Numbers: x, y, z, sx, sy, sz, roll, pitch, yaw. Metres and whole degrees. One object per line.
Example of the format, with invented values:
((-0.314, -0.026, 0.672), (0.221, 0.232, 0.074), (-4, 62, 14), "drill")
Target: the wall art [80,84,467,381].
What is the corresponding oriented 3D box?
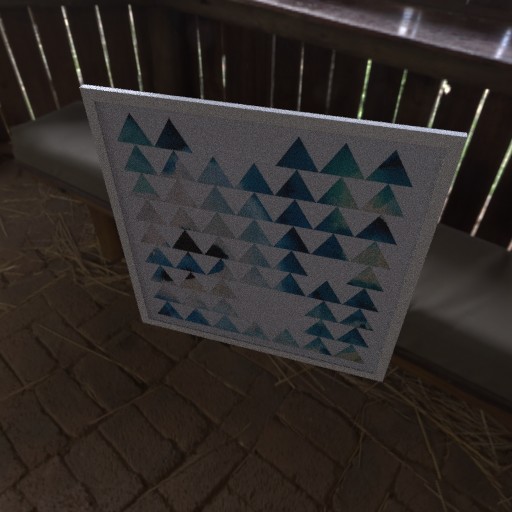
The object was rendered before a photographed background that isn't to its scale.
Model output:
((0.000, 0.000, 0.807), (0.557, 0.557, 0.012), (11, 43, 12), "wall art")
